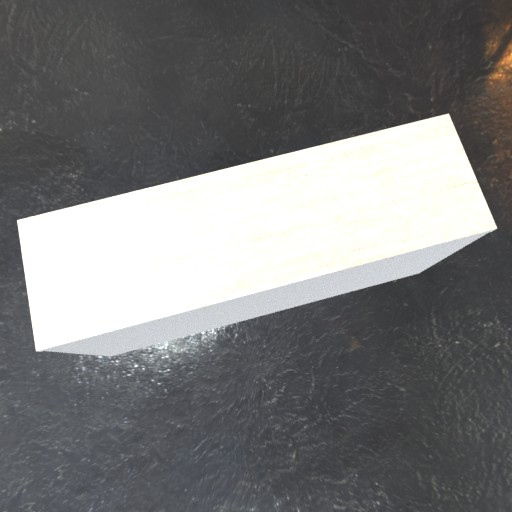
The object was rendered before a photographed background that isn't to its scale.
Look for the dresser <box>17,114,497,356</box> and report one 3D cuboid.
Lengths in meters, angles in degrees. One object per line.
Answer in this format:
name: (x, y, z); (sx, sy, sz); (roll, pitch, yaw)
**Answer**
dresser: (0.000, 0.000, 1.909); (1.524, 0.914, 0.457); (-15, 76, -4)
